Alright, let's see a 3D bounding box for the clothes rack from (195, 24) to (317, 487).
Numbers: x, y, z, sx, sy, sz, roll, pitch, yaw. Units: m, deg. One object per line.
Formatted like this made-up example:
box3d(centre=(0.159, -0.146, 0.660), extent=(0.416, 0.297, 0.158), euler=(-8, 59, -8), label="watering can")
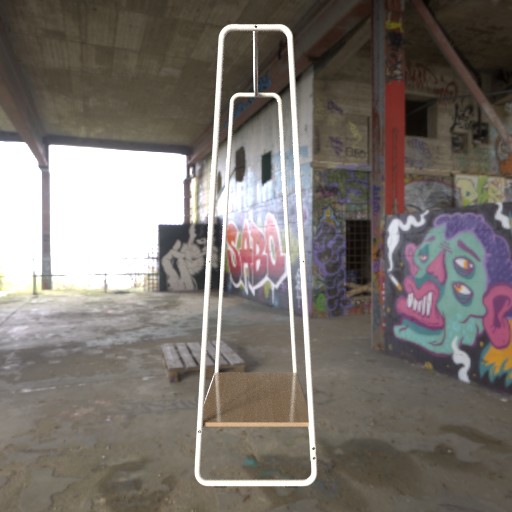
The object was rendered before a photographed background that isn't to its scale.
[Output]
box3d(centre=(0.000, 0.000, 1.749), extent=(0.400, 1.500, 0.640), euler=(0, 1, 0), label="clothes rack")
